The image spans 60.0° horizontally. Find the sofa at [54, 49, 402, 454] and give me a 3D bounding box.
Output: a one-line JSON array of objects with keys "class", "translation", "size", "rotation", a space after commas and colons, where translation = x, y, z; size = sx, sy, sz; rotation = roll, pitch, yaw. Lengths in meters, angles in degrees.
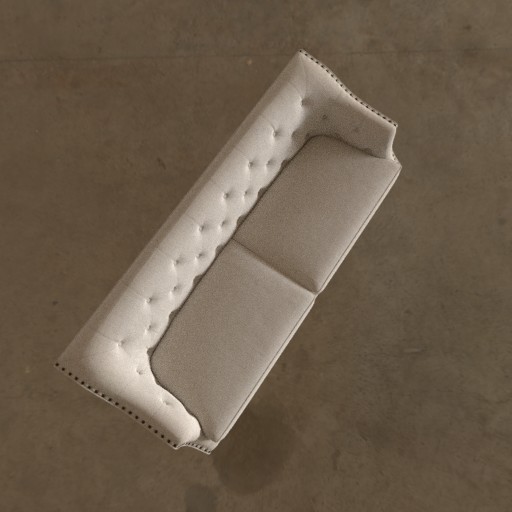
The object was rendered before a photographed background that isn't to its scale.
[{"class": "sofa", "translation": [0.000, 0.000, 2.737], "size": [0.914, 0.901, 2.235], "rotation": [34, 79, 8]}]
